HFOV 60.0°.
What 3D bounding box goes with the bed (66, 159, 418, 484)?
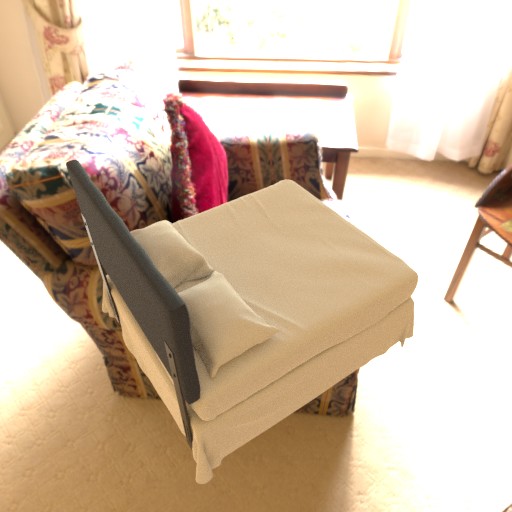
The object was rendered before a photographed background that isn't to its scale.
[{"bbox_3d":[0.000,0.000,3.467,2.222,1.577,1.936,-25,48,-25],"label":"bed"}]
